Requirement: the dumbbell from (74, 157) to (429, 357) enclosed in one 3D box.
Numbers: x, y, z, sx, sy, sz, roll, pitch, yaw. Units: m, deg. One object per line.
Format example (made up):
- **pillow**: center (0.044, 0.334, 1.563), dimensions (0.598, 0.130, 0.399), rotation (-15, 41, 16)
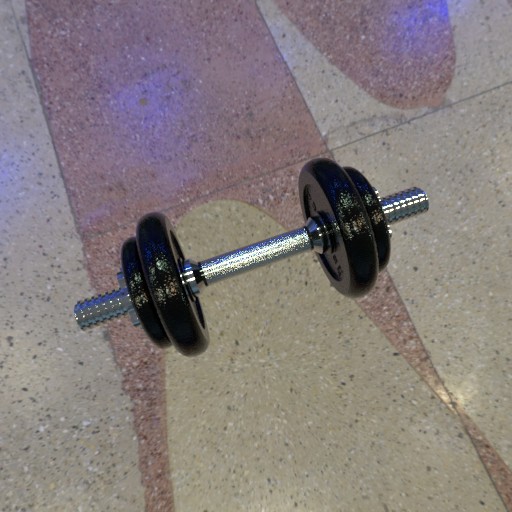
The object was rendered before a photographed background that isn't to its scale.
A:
- **dumbbell**: center (0.000, 0.000, 0.609), dimensions (0.497, 0.202, 0.202), rotation (-19, 77, -5)
